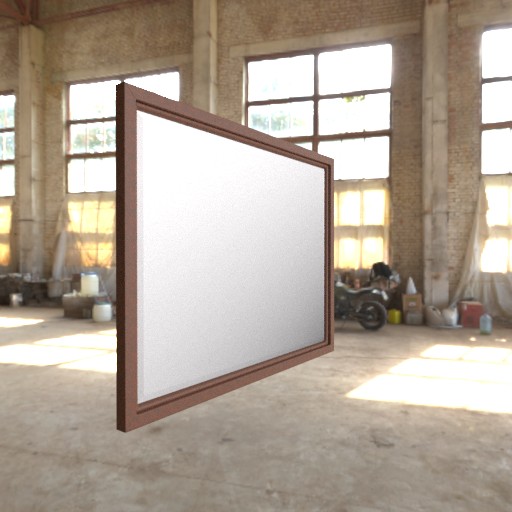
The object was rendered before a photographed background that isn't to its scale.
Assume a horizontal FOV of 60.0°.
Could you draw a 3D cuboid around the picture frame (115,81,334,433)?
[{"bbox_3d":[0.000,0.000,1.827,0.045,1.018,1.329,0,1,37],"label":"picture frame"}]
